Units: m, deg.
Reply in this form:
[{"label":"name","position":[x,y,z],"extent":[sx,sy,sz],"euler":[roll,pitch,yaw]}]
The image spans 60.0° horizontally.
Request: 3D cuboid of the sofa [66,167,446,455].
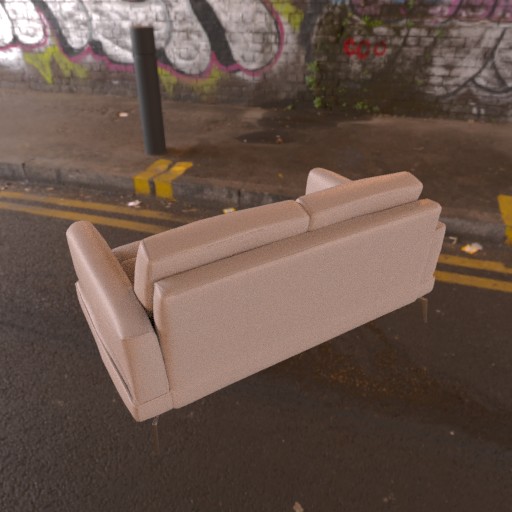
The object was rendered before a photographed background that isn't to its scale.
[{"label":"sofa","position":[0.000,0.000,2.444],"extent":[1.819,0.930,1.121],"euler":[-17,35,-27]}]
